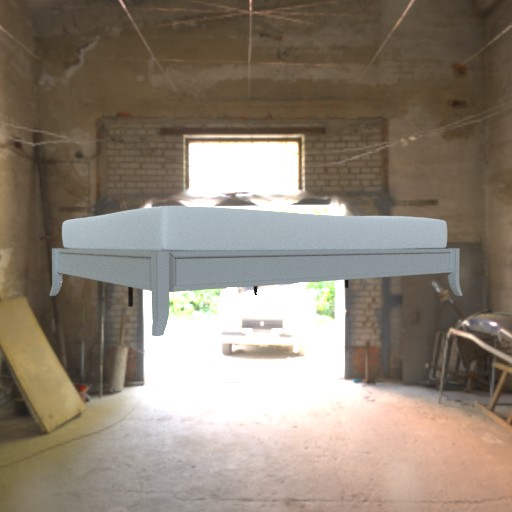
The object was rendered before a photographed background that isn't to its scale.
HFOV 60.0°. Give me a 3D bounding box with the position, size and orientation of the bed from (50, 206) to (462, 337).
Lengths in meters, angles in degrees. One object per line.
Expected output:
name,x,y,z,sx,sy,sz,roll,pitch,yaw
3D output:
bed,0.000,0.000,2.834,2.108,0.510,1.604,-1,2,-37
